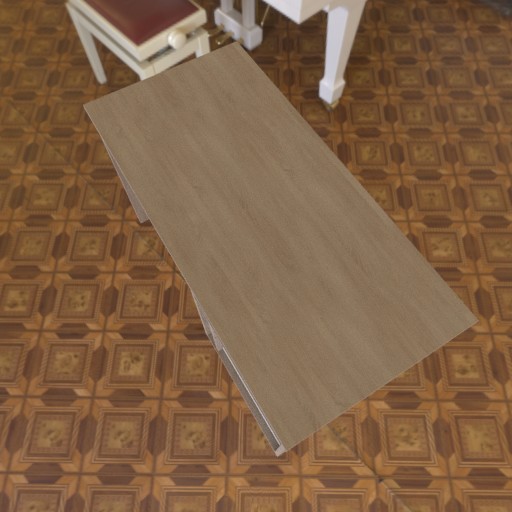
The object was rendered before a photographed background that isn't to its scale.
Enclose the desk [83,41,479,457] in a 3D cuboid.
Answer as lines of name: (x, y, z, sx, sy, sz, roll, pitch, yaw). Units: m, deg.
desk: (0.000, 0.000, 1.668, 0.600, 0.770, 1.251, -29, 67, -13)
